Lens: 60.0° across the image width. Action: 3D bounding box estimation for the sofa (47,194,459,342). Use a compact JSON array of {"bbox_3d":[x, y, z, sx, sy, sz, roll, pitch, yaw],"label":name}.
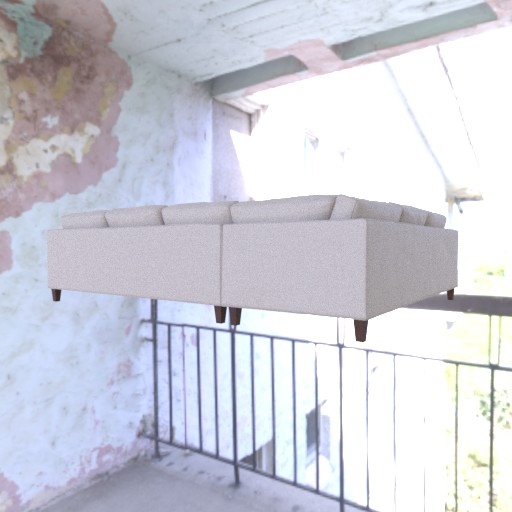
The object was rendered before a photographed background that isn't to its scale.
[{"bbox_3d":[0.000,0.000,4.285,3.182,0.863,2.432,1,2,35],"label":"sofa"}]
